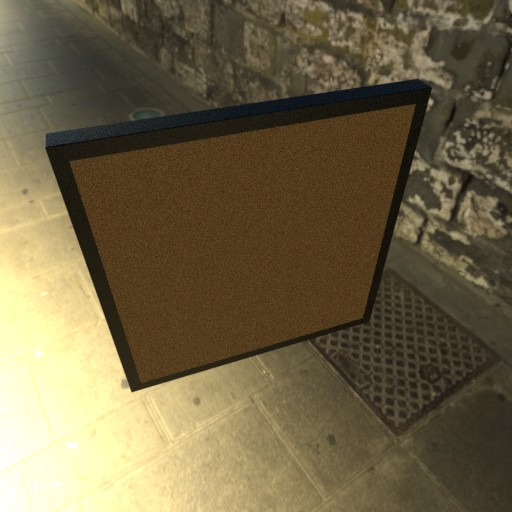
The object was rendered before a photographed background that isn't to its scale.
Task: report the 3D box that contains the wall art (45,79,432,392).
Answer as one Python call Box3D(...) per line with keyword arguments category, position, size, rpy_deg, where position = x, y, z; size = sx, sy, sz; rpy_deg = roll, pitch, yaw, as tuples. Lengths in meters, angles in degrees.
Box3D(category="wall art", position=(0.000, 0.000, 0.735), size=(0.508, 0.508, 0.036), rpy_deg=(-13, 44, -14))
